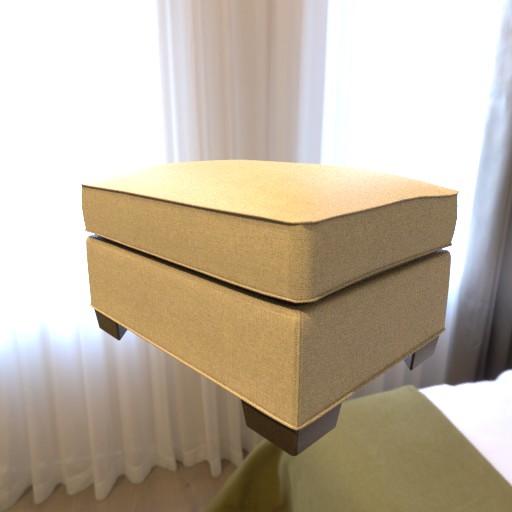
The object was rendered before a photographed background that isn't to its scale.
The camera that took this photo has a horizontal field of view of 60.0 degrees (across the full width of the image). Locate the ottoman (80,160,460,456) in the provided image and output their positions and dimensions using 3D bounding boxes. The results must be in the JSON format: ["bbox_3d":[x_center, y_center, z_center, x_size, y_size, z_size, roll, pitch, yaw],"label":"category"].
[{"bbox_3d":[0.000,0.000,1.222,0.619,0.504,0.843,-14,21,-42],"label":"ottoman"}]
